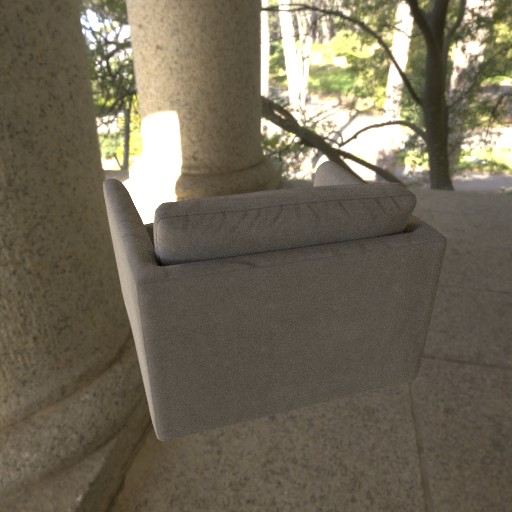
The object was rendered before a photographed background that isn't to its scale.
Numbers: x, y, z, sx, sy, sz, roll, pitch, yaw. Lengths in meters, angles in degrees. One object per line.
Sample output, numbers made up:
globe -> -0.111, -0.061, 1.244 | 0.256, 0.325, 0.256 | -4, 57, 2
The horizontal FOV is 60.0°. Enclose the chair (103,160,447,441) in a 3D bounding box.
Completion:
chair -> 0.000, 0.000, 1.917 | 1.190, 0.845, 1.091 | -8, 28, -15
